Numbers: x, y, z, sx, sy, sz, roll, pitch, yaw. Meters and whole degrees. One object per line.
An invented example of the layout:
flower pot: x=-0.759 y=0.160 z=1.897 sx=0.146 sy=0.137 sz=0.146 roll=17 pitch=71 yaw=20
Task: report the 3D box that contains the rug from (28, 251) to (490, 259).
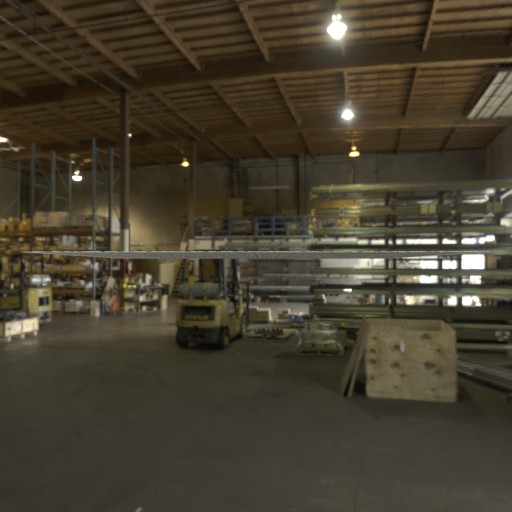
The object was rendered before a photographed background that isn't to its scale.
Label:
rug: x=0.000 y=0.000 z=4.200 sx=3.196 sy=0.007 sz=2.354 roll=0 pitch=-1 yaw=1
